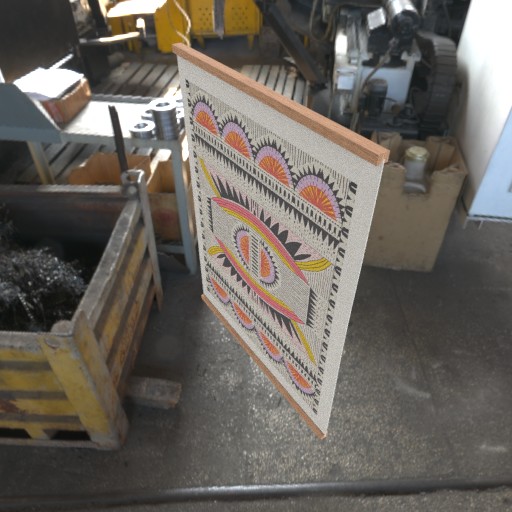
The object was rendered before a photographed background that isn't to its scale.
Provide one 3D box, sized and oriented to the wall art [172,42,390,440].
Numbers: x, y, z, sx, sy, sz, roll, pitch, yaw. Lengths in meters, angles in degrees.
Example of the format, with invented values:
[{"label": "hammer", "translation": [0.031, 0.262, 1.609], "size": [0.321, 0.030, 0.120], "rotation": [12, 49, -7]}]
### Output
[{"label": "wall art", "translation": [0.000, 0.000, 1.325], "size": [0.028, 1.016, 0.765], "rotation": [-25, 47, -26]}]
